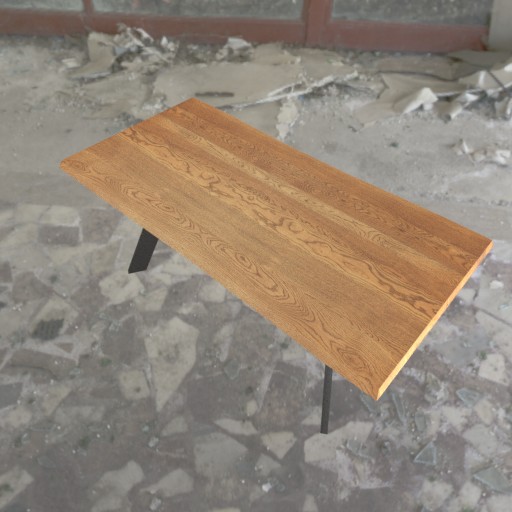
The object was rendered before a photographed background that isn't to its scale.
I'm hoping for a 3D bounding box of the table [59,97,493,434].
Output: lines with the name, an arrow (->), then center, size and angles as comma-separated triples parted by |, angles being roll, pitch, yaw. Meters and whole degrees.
table -> 0.000, 0.000, 2.245 | 1.800, 0.770, 0.900 | 33, 55, 27
